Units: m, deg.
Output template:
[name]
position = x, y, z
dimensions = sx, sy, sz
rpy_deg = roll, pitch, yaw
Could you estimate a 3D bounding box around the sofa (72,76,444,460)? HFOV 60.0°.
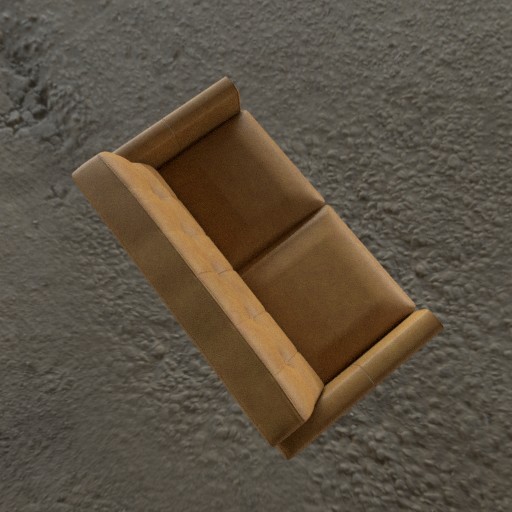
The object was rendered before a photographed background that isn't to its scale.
[sofa]
position = 0.000, 0.000, 2.247
dimensions = 0.952, 0.925, 1.651
rpy_deg = -37, 80, -8
